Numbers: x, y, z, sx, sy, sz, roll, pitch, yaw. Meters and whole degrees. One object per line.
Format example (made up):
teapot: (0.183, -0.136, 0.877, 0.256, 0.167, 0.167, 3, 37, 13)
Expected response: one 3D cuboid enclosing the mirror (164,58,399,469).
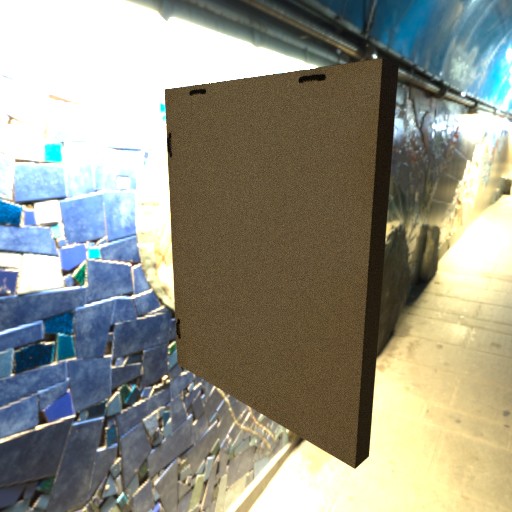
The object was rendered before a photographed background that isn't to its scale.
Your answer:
mirror: (0.000, 0.000, 0.676, 0.041, 0.508, 0.405, -14, 20, -43)
